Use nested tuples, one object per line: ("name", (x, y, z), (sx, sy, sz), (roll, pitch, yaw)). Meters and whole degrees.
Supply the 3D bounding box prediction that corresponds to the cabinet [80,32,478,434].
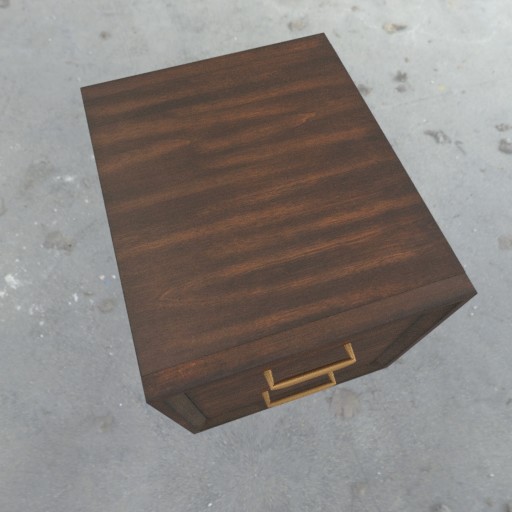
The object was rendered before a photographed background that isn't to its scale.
("cabinet", (0.000, 0.000, 0.803), (0.402, 0.455, 0.500), (-16, 65, -8))
